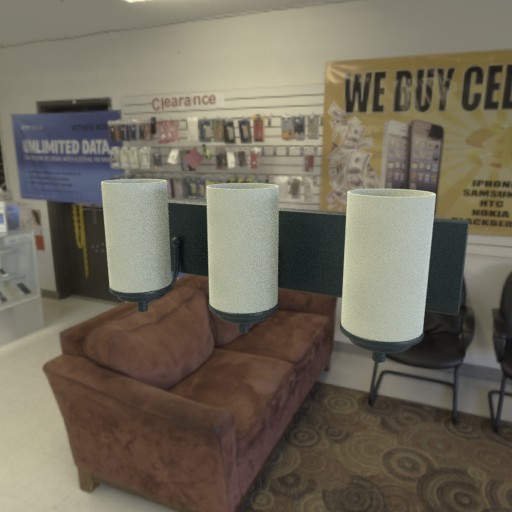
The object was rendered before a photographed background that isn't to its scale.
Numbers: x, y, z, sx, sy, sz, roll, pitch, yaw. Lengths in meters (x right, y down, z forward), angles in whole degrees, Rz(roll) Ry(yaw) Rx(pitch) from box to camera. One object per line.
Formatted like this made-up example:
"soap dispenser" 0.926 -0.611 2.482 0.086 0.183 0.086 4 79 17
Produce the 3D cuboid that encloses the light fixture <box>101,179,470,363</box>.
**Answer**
"light fixture" 0.000 0.000 0.534 0.451 0.172 0.145 7 15 26
